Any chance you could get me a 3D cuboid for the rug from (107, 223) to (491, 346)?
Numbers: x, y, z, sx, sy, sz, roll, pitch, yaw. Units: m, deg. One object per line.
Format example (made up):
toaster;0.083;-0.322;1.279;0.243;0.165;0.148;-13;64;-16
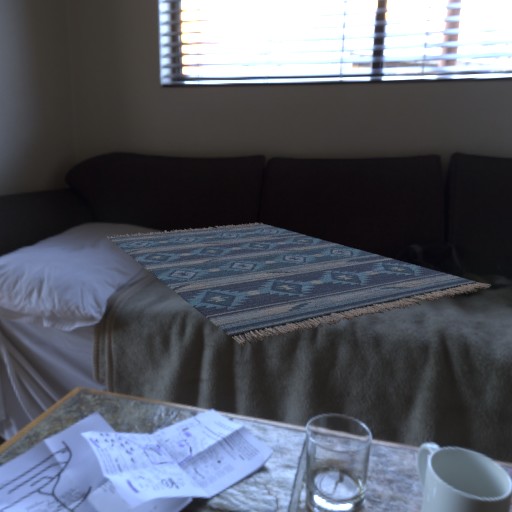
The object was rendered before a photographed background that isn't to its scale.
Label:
rug;0.000;0.000;2.383;1.181;0.028;1.936;-7;15;-28
